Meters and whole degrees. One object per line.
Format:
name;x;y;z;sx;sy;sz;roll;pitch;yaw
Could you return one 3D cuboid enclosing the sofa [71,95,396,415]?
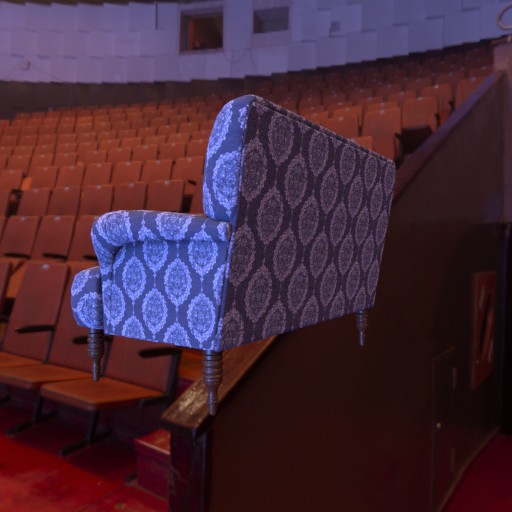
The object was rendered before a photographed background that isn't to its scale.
sofa;0.000;0.000;1.809;0.779;0.867;1.297;1;1;36
